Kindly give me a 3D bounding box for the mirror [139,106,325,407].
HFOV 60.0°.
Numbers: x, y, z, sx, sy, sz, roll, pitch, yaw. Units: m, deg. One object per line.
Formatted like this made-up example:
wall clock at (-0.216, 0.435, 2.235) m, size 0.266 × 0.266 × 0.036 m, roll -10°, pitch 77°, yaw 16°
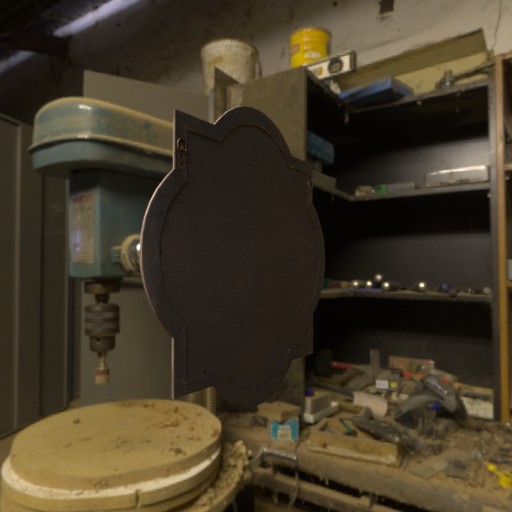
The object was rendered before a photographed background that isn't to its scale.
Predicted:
mirror at (0.000, 0.000, 1.060) m, size 0.019 × 0.686 × 0.686 m, roll -1°, pitch -2°, yaw 35°
